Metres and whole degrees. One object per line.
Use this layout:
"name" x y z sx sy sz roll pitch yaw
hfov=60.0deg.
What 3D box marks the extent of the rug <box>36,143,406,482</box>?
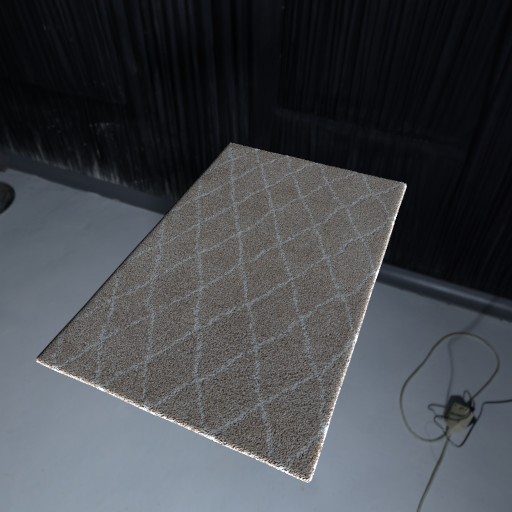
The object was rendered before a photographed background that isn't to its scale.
"rug" 0.000 0.000 3.358 1.778 0.030 2.743 17 48 16
